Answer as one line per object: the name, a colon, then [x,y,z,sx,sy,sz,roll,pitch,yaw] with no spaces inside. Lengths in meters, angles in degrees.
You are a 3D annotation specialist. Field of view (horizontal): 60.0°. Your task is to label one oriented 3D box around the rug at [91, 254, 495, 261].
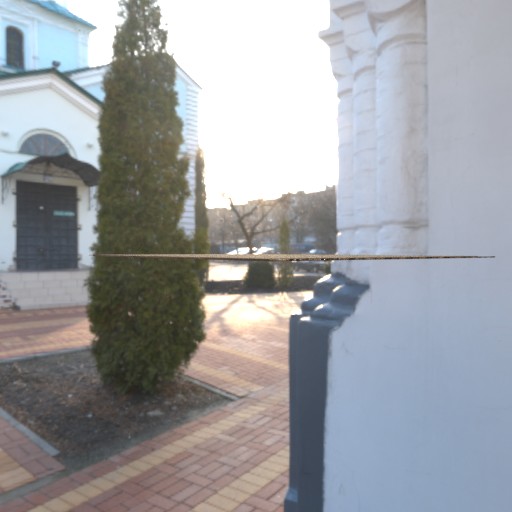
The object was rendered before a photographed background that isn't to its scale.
rug: [0.000,0.000,2.988,1.516,0.010,2.434,0,1,-36]
